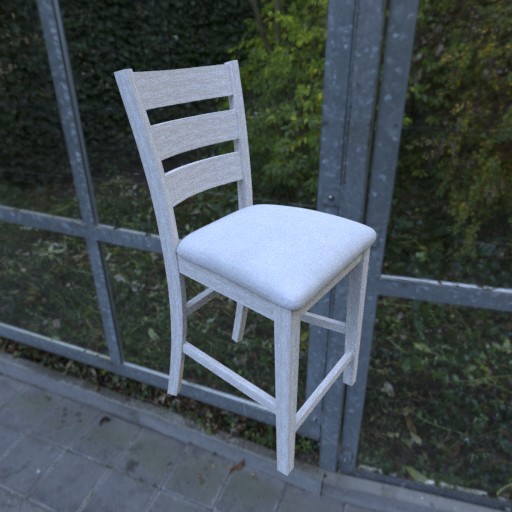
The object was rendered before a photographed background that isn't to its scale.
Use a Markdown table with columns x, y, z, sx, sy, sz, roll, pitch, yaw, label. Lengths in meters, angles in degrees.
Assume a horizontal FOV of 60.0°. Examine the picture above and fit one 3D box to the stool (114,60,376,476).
| x | y | z | sx | sy | sz | roll | pitch | yaw | label |
| --- | --- | --- | --- | --- | --- | --- | --- | --- | --- |
| 0.000 | 0.000 | 1.314 | 0.569 | 1.032 | 0.484 | 18 | 32 | 31 | stool |
